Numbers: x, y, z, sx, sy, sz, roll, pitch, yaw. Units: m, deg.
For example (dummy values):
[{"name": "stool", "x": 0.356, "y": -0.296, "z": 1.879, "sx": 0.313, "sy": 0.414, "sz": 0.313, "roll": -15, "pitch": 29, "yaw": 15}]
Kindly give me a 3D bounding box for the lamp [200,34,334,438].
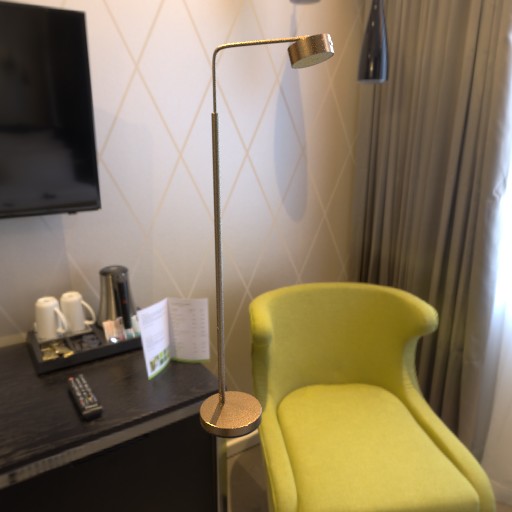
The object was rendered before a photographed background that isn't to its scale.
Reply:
[{"name": "lamp", "x": 0.000, "y": 0.000, "z": 1.373, "sx": 0.418, "sy": 1.230, "sz": 0.219, "roll": 8, "pitch": 18, "yaw": 25}]
